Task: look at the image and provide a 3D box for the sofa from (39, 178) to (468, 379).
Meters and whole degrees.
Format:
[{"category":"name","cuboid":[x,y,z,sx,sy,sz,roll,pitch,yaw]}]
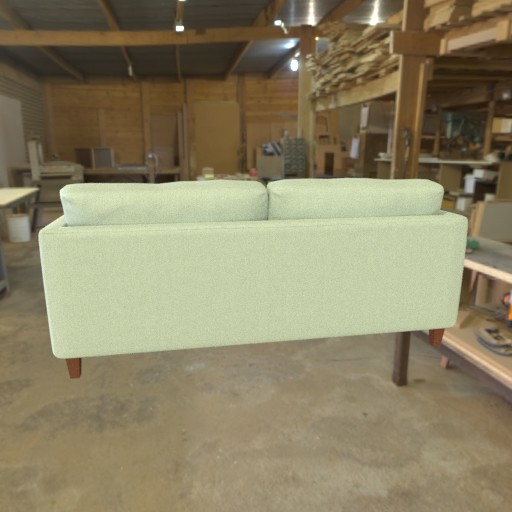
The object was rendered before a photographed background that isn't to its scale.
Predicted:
[{"category":"sofa","cuboid":[0.000,0.000,2.704,2.208,0.965,0.951,-3,14,-10]}]
